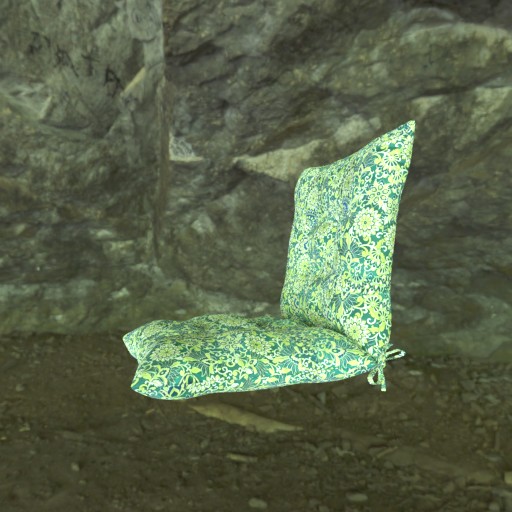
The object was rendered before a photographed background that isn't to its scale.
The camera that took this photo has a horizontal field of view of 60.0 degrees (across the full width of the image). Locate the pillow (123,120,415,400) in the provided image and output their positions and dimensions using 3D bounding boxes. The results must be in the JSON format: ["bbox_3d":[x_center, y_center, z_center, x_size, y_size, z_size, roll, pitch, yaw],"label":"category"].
[{"bbox_3d":[0.000,0.000,1.033,0.585,0.536,0.541,0,-1,-19],"label":"pillow"}]
